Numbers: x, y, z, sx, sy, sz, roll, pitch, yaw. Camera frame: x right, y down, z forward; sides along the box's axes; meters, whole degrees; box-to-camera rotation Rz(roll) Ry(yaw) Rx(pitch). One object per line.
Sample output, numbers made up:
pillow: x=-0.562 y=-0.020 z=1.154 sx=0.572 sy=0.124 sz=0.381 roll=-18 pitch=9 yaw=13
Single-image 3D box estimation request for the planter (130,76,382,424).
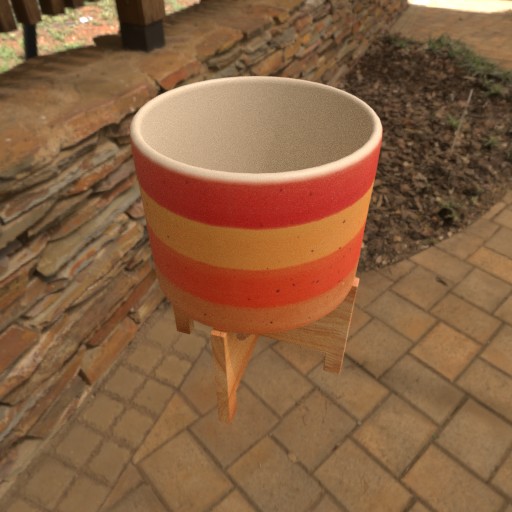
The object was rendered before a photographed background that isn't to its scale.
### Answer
planter: x=0.000 y=0.000 z=0.579 sx=0.269 sy=0.379 sz=0.269 roll=0 pitch=40 yaw=0
